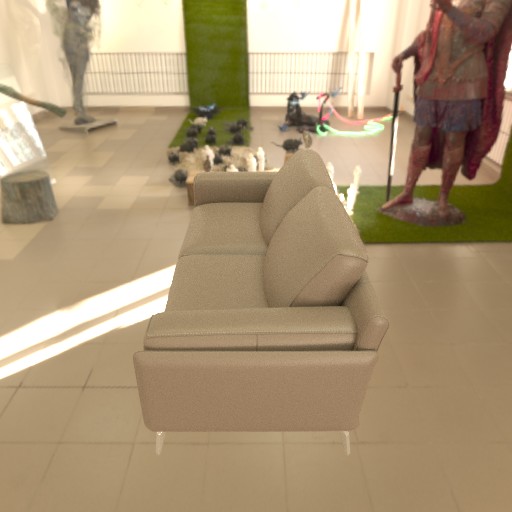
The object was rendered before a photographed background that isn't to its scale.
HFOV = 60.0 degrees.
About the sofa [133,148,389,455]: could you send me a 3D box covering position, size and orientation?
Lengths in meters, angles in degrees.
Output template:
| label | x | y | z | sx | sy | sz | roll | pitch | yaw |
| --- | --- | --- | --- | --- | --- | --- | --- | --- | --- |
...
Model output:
| label | x | y | z | sx | sy | sz | roll | pitch | yaw |
| --- | --- | --- | --- | --- | --- | --- | --- | --- | --- |
| sofa | 0.000 | 0.000 | 2.636 | 1.049 | 0.930 | 2.101 | 0 | 29 | -1 |
